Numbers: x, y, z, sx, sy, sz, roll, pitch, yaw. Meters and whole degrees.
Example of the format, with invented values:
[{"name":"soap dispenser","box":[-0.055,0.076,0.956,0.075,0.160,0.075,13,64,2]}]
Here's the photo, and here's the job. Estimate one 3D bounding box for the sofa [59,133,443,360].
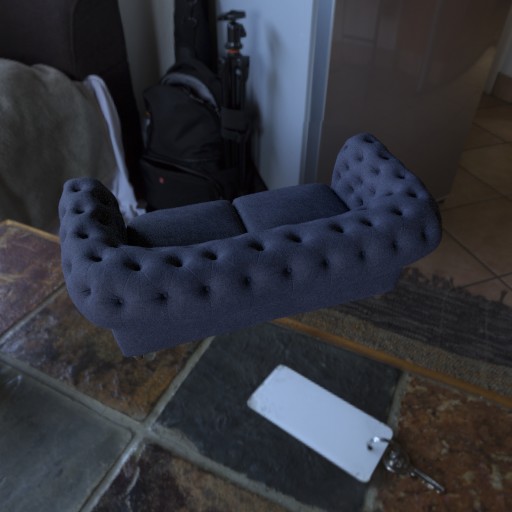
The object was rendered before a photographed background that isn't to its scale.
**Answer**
[{"name":"sofa","box":[0.000,0.000,2.539,1.988,0.833,1.082,-12,43,-13]}]
